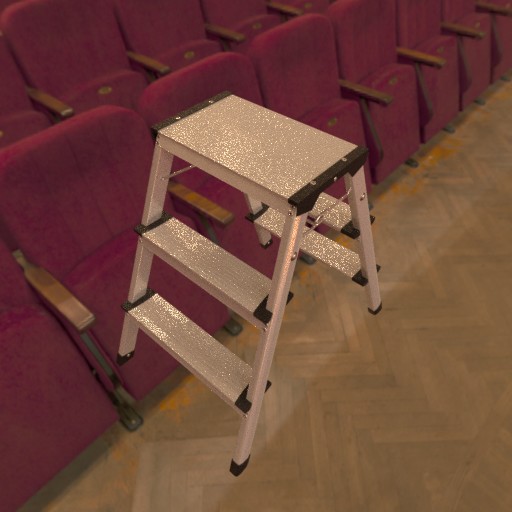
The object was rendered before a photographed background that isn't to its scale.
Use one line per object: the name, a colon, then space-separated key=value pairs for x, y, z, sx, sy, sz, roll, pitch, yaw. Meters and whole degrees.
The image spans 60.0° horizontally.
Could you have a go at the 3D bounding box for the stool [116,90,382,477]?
stool: x=0.000 y=0.000 z=1.010 sx=0.437 sy=0.605 sz=0.622 roll=32 pitch=53 yaw=28
